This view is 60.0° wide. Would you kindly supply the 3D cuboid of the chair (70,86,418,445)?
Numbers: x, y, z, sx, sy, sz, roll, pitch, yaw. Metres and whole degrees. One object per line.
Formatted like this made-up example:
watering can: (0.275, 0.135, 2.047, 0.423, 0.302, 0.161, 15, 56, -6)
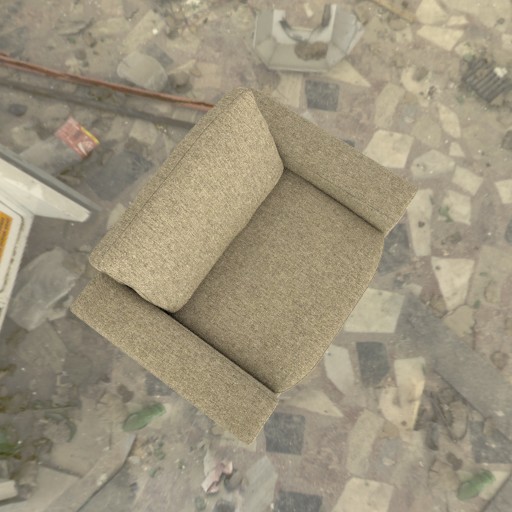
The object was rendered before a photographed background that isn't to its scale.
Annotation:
chair: (0.000, 0.000, 2.112, 1.039, 0.915, 1.398, 34, 78, 8)
